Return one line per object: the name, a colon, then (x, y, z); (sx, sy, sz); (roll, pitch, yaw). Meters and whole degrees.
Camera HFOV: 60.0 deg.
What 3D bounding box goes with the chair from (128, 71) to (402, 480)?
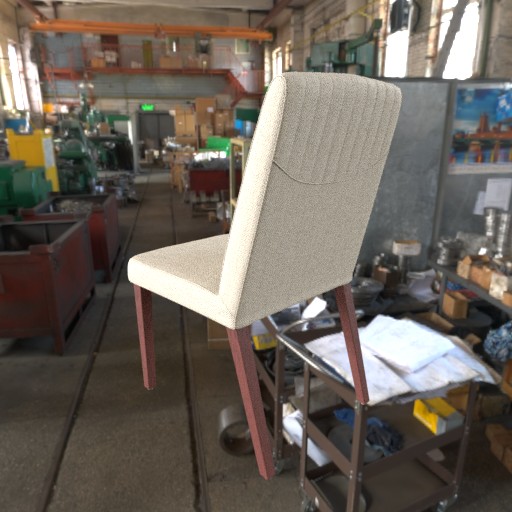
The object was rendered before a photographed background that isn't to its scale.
chair: (0.000, 0.000, 1.231); (0.480, 0.900, 0.594); (-16, 23, -42)
